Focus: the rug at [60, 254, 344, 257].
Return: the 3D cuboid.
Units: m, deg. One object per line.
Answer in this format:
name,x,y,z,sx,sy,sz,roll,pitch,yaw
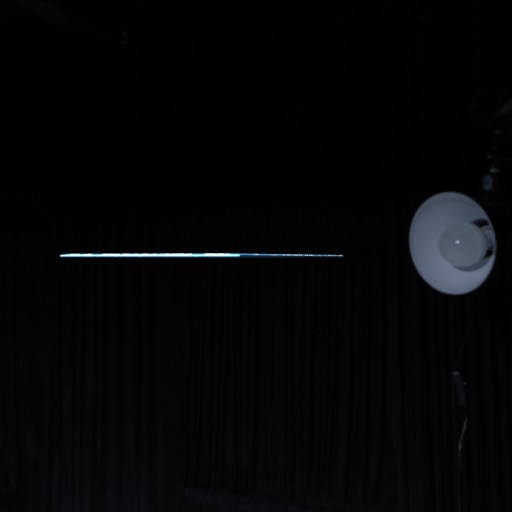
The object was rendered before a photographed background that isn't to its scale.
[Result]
rug,0.000,0.000,2.442,0.662,0.011,2.196,0,0,19
